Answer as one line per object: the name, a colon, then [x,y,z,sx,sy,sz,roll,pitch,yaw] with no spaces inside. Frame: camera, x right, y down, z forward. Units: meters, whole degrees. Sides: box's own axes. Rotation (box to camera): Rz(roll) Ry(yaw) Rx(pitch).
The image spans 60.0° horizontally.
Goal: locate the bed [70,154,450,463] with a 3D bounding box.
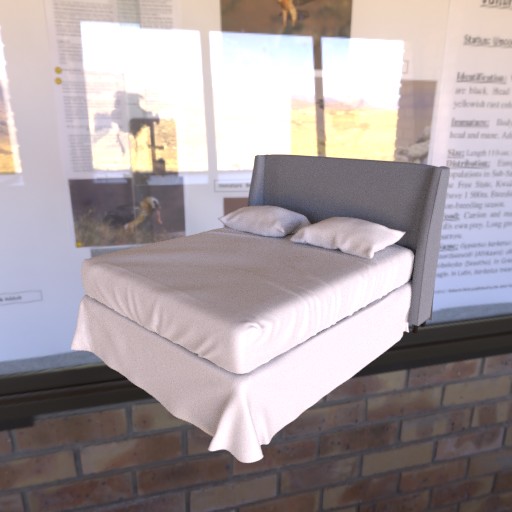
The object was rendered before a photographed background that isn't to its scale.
bed: [0.000,0.000,3.350,1.925,1.332,2.276,15,23,41]
